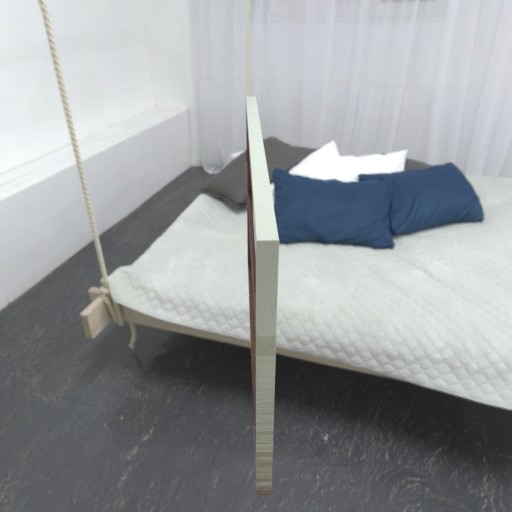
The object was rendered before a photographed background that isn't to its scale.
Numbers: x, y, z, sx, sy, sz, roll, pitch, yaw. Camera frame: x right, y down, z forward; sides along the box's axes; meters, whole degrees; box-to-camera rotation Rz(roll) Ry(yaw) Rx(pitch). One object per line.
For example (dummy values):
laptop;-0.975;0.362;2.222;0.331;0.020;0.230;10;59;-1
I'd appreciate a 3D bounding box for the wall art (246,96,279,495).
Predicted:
wall art;0.000;0.000;1.446;0.040;0.765;1.149;-1;32;-2
